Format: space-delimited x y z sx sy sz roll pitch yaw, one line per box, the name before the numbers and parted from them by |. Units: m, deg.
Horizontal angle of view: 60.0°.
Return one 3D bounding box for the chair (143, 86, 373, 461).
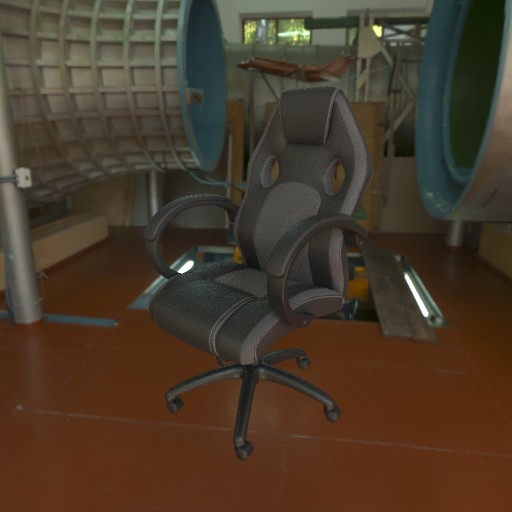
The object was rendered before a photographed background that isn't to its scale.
chair | 0.000 0.000 1.616 0.673 1.187 0.724 15 22 40
